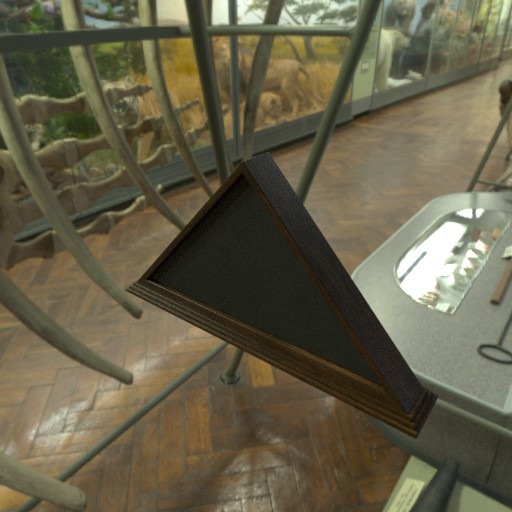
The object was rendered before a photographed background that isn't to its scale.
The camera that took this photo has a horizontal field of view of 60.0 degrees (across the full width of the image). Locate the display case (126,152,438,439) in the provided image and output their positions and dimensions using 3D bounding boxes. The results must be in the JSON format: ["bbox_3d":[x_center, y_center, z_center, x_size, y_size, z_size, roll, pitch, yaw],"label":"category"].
[{"bbox_3d":[0.000,0.000,0.749,0.640,0.340,0.095,20,34,32],"label":"display case"}]
